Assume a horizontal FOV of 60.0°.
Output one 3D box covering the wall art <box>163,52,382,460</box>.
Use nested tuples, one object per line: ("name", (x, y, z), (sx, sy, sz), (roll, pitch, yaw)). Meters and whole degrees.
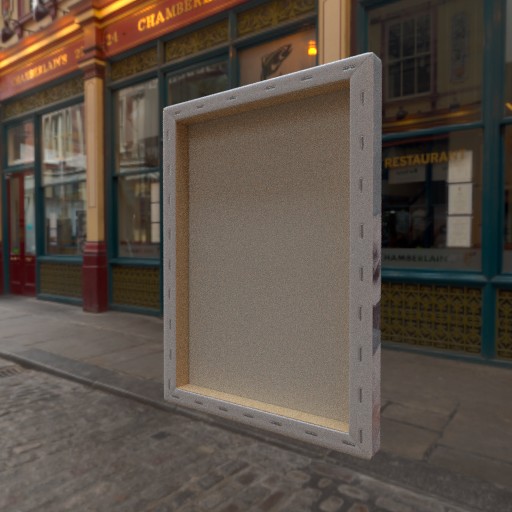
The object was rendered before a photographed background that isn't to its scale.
("wall art", (0.000, 0.000, 0.809), (0.455, 0.613, 0.037), (1, 1, 36))
